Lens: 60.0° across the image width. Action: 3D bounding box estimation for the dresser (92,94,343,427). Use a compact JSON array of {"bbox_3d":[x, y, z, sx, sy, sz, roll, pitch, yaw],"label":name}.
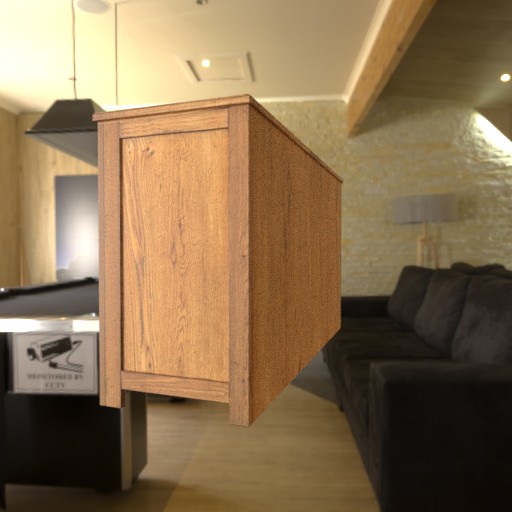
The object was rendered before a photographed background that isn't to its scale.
[{"bbox_3d":[0.000,0.000,2.099,0.563,0.932,1.657,0,1,20],"label":"dresser"}]
